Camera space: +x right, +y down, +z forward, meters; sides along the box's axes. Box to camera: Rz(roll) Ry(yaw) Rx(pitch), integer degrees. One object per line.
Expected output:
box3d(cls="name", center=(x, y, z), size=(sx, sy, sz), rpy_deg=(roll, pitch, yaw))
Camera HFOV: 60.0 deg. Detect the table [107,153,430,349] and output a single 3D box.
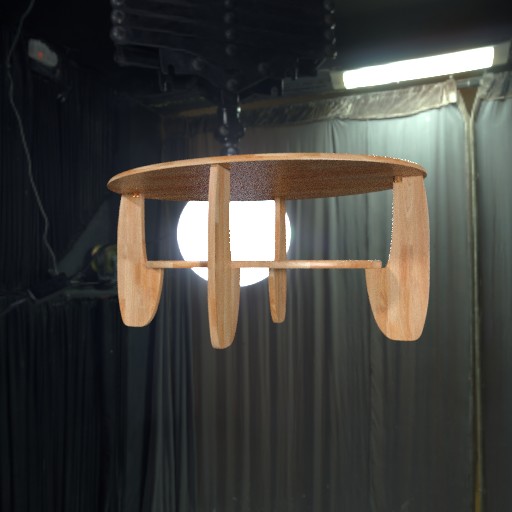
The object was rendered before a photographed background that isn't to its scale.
box3d(cls="table", center=(0.000, 0.000, 1.426), size=(1.040, 0.490, 0.690), rpy_deg=(0, -1, 19))
